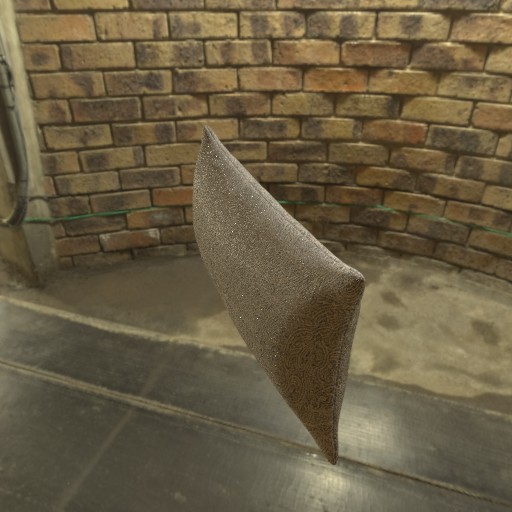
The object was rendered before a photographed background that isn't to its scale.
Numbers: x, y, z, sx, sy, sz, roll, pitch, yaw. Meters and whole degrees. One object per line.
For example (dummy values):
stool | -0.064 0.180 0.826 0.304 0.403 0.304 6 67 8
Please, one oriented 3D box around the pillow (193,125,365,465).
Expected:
pillow | 0.000 0.000 0.753 0.151 0.295 0.615 -11 32 -17
